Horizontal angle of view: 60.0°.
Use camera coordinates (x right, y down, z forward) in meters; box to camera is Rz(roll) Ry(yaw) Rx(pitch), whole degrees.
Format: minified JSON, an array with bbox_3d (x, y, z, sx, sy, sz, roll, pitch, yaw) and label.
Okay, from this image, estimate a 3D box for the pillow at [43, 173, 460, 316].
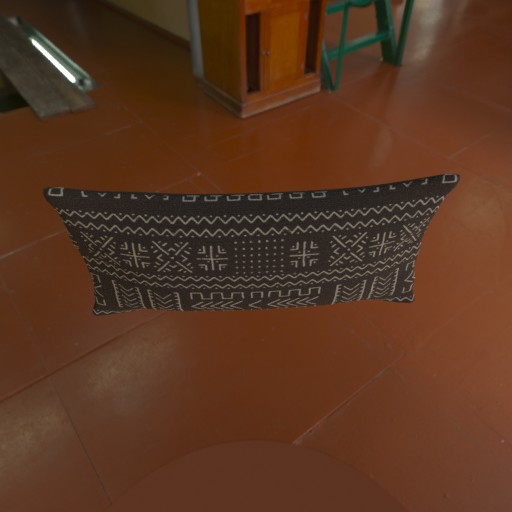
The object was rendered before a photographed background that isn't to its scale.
[{"bbox_3d":[0.000,0.000,0.801,0.667,0.322,0.135,-2,46,-2],"label":"pillow"}]
